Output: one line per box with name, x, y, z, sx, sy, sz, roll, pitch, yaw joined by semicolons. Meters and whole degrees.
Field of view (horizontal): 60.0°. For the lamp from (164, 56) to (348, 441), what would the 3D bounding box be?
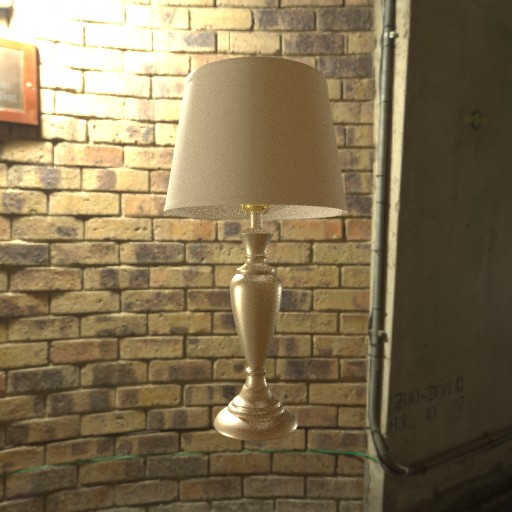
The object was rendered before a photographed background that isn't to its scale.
lamp;0.000;0.000;0.806;0.328;0.612;0.328;0;1;0
